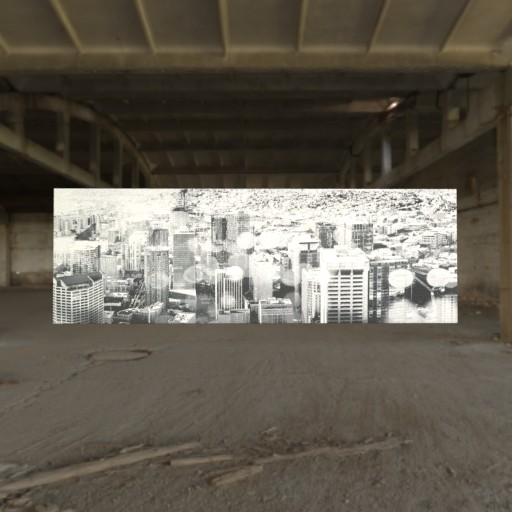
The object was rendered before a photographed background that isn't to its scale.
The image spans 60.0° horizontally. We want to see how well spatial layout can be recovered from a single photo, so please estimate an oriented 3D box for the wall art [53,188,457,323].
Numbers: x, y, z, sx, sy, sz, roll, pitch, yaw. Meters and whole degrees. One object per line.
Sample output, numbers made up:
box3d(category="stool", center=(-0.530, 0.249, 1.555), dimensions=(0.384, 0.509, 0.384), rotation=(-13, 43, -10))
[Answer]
box3d(category="wall art", center=(0.000, 0.000, 1.689), dimensions=(1.520, 0.507, 0.044), rotation=(0, -1, -1))
